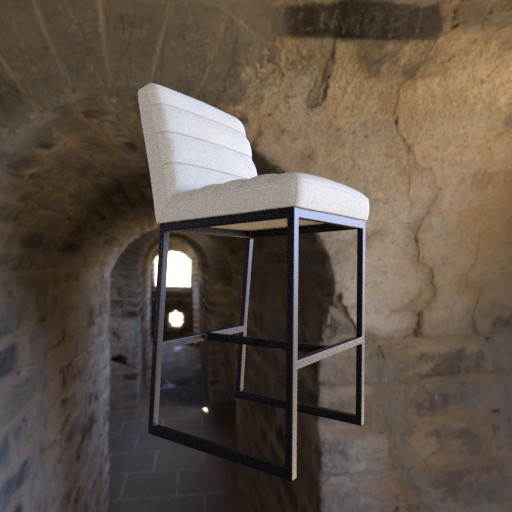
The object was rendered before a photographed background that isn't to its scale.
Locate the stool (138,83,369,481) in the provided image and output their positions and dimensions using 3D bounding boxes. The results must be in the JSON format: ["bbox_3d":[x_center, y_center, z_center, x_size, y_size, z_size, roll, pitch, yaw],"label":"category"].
[{"bbox_3d":[0.000,0.000,1.345,0.560,1.040,0.460,0,-1,35],"label":"stool"}]
